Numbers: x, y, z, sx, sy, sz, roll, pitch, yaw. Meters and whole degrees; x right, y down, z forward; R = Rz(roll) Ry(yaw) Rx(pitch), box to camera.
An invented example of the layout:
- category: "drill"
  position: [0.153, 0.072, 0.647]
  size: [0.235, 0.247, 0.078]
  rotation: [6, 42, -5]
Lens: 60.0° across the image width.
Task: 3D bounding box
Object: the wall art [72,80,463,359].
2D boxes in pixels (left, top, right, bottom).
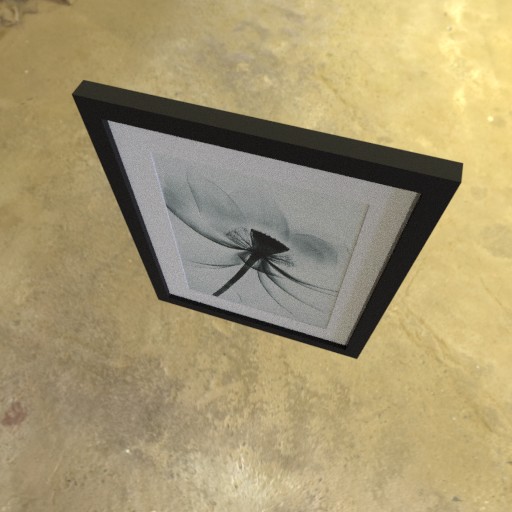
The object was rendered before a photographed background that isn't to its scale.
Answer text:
- category: "wall art"
  position: [0.000, 0.000, 0.741]
  size: [0.457, 0.559, 0.029]
  rotation: [15, 59, 9]
